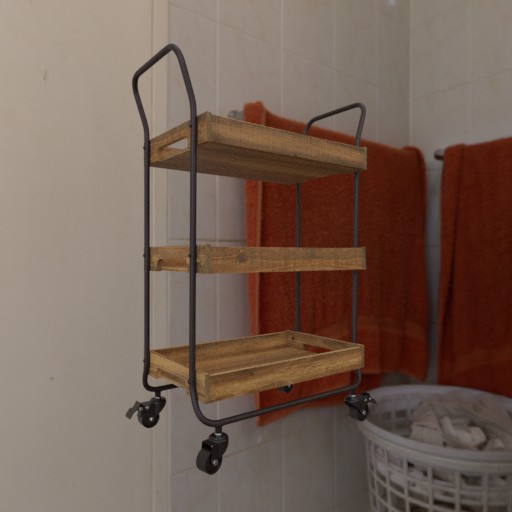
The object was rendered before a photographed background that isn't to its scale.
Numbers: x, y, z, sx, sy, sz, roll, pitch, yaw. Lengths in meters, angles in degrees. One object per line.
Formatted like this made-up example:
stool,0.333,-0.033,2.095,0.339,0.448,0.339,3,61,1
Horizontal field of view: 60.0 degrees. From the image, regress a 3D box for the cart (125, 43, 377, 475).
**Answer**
cart,0.000,0.000,1.138,0.583,0.857,0.339,0,0,-37
